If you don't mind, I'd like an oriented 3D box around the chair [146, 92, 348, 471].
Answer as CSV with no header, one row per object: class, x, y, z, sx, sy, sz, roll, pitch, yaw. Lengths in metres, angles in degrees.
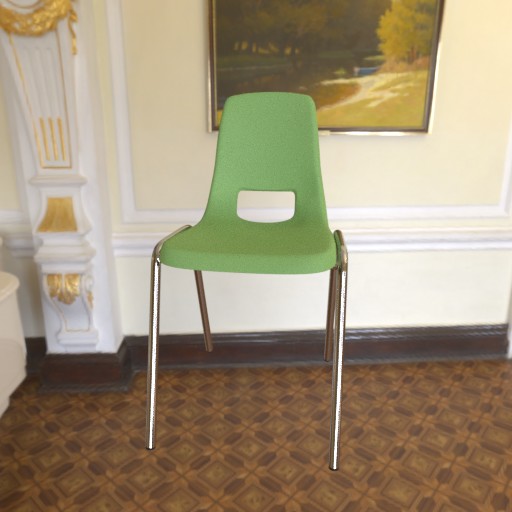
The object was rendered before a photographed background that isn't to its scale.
chair,0.000,0.000,0.963,0.381,0.704,0.436,2,16,9
